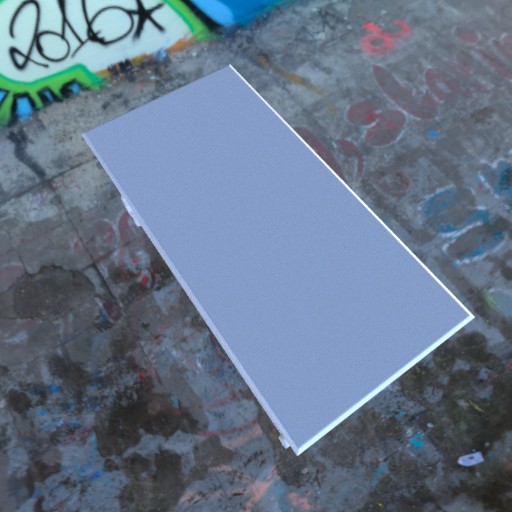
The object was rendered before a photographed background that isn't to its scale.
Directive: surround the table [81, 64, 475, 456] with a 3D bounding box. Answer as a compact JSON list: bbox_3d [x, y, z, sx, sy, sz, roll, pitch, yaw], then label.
[{"bbox_3d":[0.000,0.000,1.454,0.551,0.506,1.109,-32,67,-15],"label":"table"}]
